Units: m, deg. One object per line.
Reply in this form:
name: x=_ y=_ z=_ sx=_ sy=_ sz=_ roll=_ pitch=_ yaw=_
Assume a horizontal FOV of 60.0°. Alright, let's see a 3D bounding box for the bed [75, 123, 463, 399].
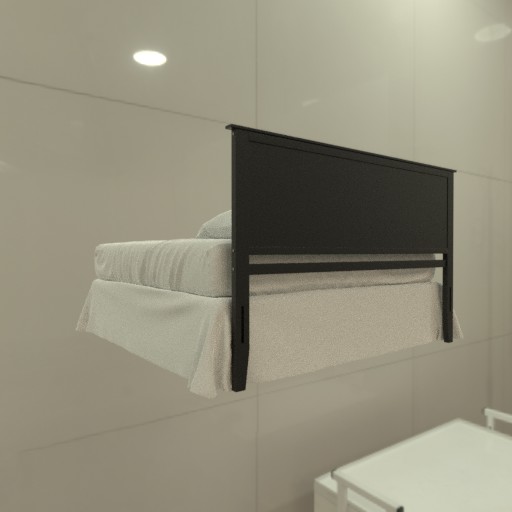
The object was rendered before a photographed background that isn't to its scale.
bed: x=0.000 y=0.000 z=3.538 sx=2.315 sy=1.271 sz=2.219 roll=0 pitch=1 yaw=-37
